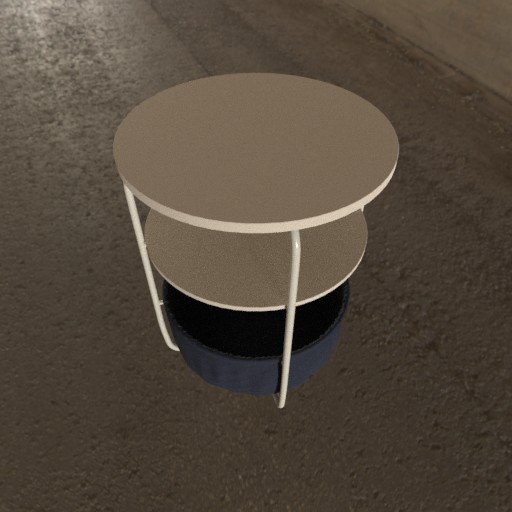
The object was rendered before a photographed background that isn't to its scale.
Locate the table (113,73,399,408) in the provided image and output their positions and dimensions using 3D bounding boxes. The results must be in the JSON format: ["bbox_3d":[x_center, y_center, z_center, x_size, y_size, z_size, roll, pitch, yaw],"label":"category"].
[{"bbox_3d":[0.000,0.000,0.854,0.418,0.532,0.418,23,50,21],"label":"table"}]
